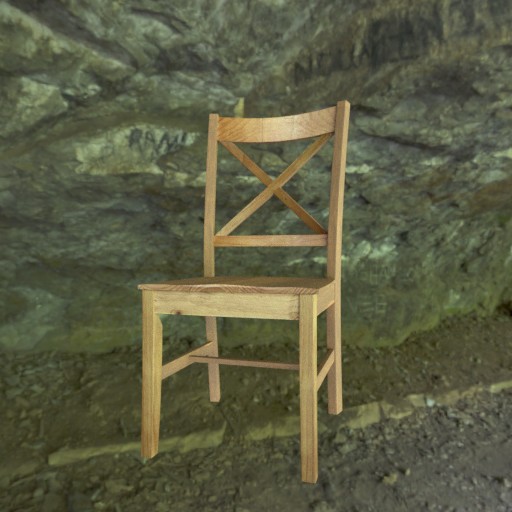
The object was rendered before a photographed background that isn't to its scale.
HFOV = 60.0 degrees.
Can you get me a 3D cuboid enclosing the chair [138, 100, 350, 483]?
[{"bbox_3d":[0.000,0.000,1.270,0.485,0.983,0.542,0,0,17],"label":"chair"}]
